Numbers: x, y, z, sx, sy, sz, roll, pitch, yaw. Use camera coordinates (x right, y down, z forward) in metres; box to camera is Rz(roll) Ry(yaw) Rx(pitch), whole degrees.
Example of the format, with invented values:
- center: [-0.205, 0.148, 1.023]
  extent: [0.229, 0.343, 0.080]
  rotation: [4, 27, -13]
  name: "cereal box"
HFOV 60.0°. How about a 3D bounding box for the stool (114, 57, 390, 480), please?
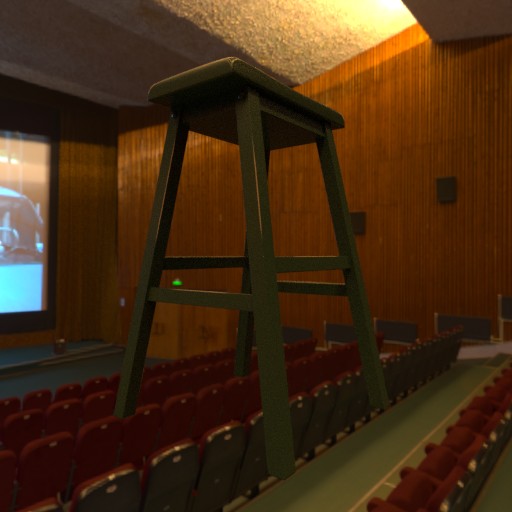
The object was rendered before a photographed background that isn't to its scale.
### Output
- center: [0.000, 0.000, 1.054]
  extent: [0.476, 0.737, 0.457]
  rotation: [0, 0, 38]
  name: "stool"
